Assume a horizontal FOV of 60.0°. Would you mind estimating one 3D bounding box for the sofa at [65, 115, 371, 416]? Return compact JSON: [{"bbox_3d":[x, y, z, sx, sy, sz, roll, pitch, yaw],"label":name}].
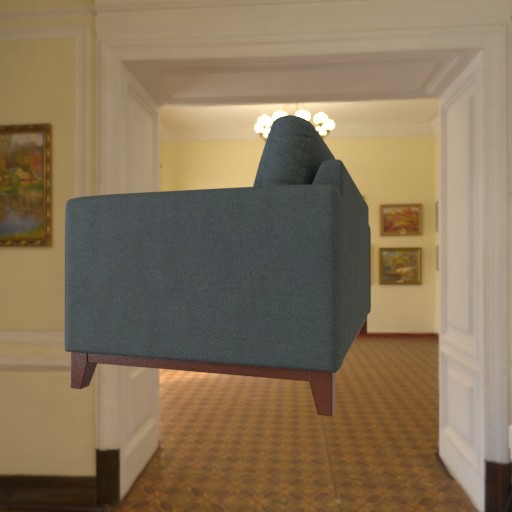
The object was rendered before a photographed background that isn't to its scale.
[{"bbox_3d":[0.000,0.000,2.060,0.955,0.903,1.489,0,0,18],"label":"sofa"}]
